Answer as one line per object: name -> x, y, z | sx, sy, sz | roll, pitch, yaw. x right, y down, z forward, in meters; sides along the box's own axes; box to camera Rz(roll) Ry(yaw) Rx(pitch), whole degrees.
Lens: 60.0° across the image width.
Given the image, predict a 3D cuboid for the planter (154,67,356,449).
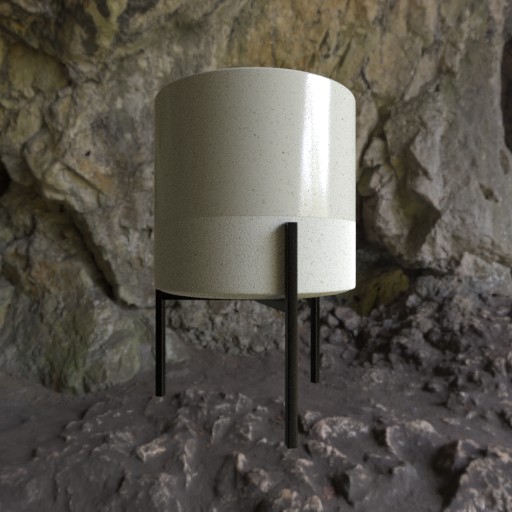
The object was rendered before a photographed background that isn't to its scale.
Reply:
planter -> 0.000, 0.000, 0.340 | 0.152, 0.230, 0.159 | 0, 0, -16
